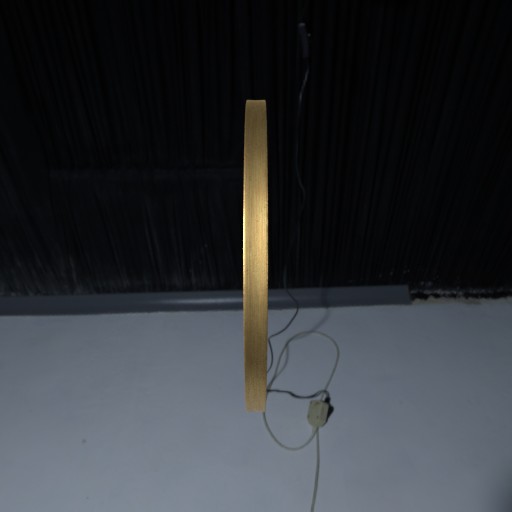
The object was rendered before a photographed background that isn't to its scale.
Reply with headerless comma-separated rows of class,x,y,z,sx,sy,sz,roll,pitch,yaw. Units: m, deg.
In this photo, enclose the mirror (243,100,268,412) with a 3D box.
mirror,0.000,0.000,0.852,0.032,0.565,0.565,0,41,0
